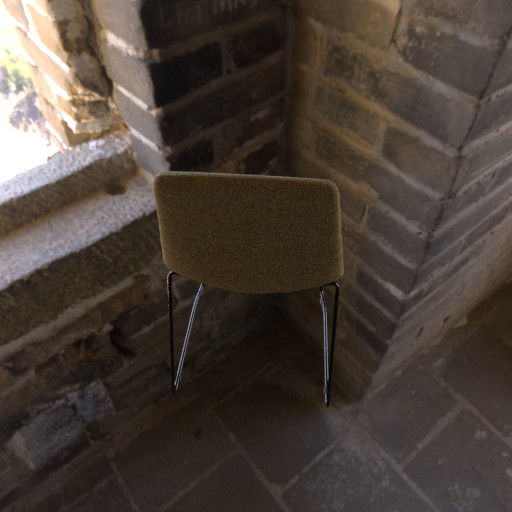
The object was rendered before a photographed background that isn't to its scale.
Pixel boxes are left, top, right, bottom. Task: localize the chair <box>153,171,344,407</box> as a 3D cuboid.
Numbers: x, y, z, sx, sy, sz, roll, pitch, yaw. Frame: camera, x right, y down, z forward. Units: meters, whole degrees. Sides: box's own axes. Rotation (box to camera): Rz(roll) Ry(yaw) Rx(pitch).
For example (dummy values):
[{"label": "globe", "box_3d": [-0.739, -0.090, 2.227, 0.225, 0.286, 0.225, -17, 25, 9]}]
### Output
[{"label": "chair", "box_3d": [0.000, 0.000, 1.176, 0.479, 0.849, 0.496, 4, 46, 4]}]
